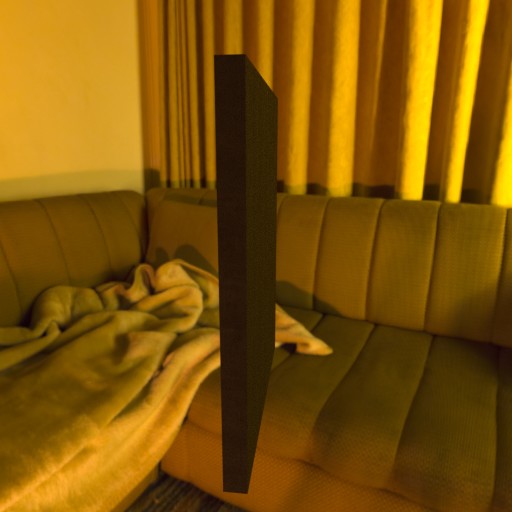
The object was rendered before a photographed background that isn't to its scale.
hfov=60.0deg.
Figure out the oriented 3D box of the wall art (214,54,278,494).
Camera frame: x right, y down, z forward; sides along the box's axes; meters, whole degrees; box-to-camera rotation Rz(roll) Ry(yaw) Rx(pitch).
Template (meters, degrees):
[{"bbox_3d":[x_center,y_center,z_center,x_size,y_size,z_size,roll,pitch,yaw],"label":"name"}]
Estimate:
[{"bbox_3d":[0.000,0.000,0.756,0.034,0.552,0.455,2,14,7],"label":"wall art"}]
